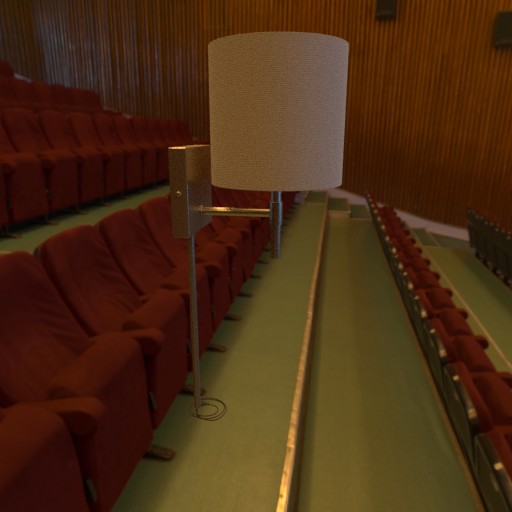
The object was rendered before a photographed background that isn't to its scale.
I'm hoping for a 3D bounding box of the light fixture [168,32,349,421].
[{"bbox_3d":[0.000,0.000,0.683,0.248,0.589,0.188,3,16,9],"label":"light fixture"}]
